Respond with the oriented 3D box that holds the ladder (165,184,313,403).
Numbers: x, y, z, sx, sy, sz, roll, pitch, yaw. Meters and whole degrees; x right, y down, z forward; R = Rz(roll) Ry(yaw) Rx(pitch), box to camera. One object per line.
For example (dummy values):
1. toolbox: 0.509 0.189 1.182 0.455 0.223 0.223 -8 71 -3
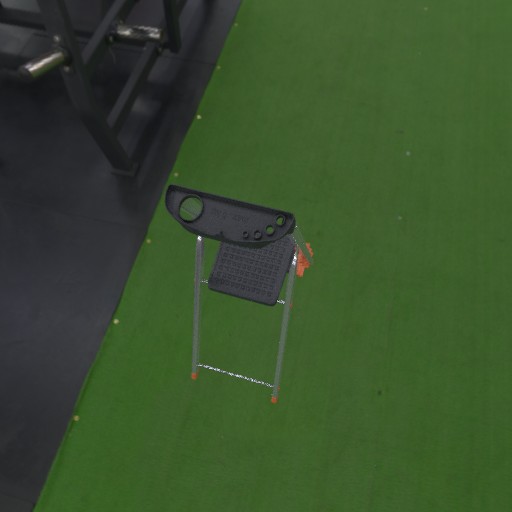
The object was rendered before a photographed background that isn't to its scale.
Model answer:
1. ladder: 0.000 0.000 1.786 0.452 1.429 0.834 14 64 7
